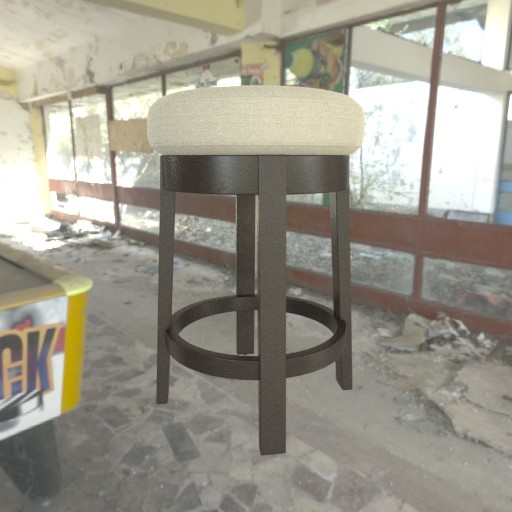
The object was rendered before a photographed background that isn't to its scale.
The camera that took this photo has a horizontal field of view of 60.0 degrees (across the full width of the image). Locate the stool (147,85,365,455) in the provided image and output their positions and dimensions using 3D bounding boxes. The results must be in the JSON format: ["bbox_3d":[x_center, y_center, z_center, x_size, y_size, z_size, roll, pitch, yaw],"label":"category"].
[{"bbox_3d":[0.000,0.000,0.956,0.449,0.655,0.449,0,13,0],"label":"stool"}]
